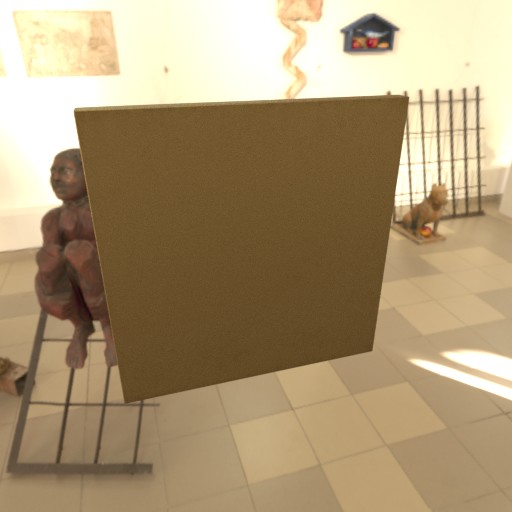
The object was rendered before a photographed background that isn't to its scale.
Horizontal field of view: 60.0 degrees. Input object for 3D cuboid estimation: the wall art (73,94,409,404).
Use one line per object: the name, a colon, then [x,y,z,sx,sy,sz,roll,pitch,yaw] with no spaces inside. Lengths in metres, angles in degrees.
wall art: [0.000,0.000,0.764,0.503,0.506,0.030,-8,27,-15]
